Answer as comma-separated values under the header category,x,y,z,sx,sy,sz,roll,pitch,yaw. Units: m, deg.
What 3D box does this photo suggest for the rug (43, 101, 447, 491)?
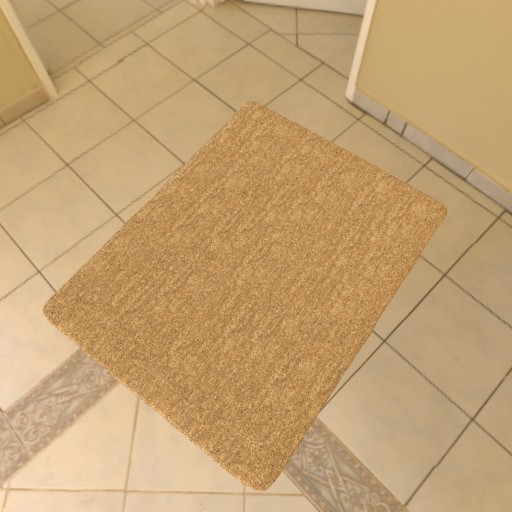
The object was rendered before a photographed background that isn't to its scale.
category,x,y,z,sx,sy,sz,roll,pitch,yaw
rug,0.000,0.000,3.731,2.242,0.050,2.873,33,68,15
